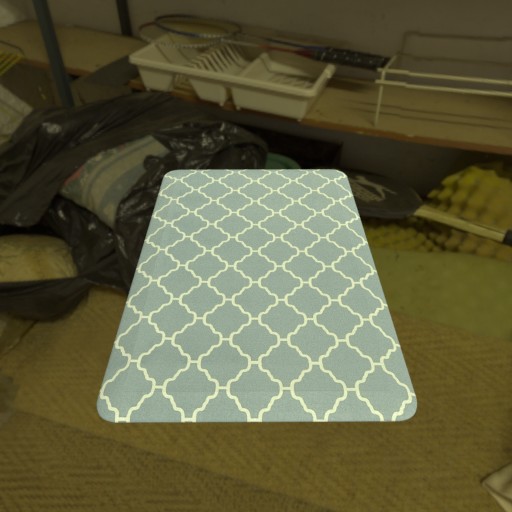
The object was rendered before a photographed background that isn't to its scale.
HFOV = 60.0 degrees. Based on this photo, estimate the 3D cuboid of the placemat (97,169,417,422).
[{"bbox_3d":[0.000,0.000,0.961,0.508,0.021,0.762,0,41,0],"label":"placemat"}]
